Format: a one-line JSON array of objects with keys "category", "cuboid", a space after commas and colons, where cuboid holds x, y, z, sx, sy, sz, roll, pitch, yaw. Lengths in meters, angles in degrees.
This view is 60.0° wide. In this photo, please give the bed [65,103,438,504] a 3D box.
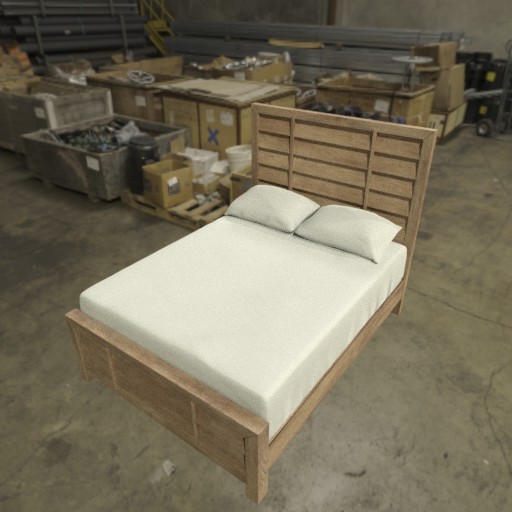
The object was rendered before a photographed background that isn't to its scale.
[{"category": "bed", "cuboid": [0.000, 0.000, 3.227, 1.626, 1.626, 2.197, 20, 36, 31]}]
